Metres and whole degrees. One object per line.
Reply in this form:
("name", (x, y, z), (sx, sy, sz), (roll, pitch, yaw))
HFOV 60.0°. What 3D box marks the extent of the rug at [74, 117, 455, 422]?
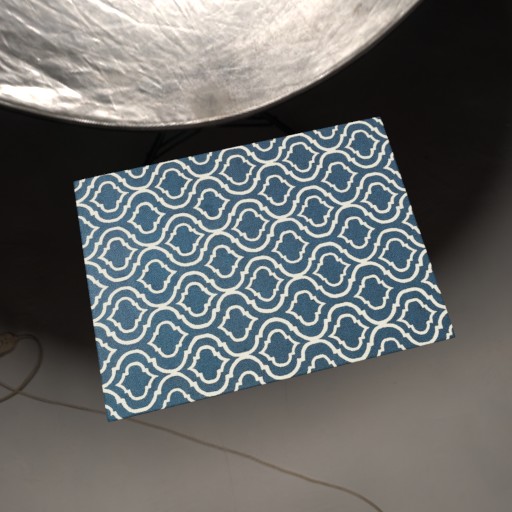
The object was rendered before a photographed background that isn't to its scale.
("rug", (0.000, 0.000, 4.438), (3.353, 0.010, 2.438), (-13, 76, -3))
